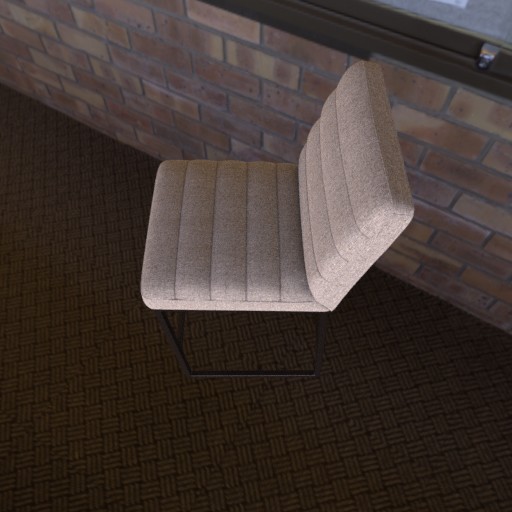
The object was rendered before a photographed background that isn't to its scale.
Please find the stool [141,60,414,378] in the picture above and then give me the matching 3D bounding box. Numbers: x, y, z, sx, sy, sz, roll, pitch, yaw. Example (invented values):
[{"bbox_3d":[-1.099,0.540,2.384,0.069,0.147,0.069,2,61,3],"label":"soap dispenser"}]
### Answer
[{"bbox_3d":[0.000,0.000,1.335,0.571,1.034,0.459,0,59,0],"label":"stool"}]
